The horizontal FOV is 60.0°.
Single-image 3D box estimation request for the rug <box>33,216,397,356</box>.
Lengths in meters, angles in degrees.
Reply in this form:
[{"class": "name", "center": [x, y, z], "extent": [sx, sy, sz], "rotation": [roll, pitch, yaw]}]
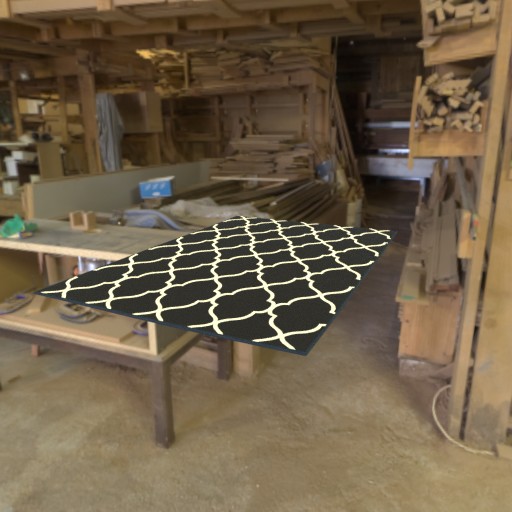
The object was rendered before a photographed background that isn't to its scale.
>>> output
[{"class": "rug", "center": [0.000, 0.000, 3.000], "extent": [1.528, 0.014, 2.294], "rotation": [8, 18, 24]}]
